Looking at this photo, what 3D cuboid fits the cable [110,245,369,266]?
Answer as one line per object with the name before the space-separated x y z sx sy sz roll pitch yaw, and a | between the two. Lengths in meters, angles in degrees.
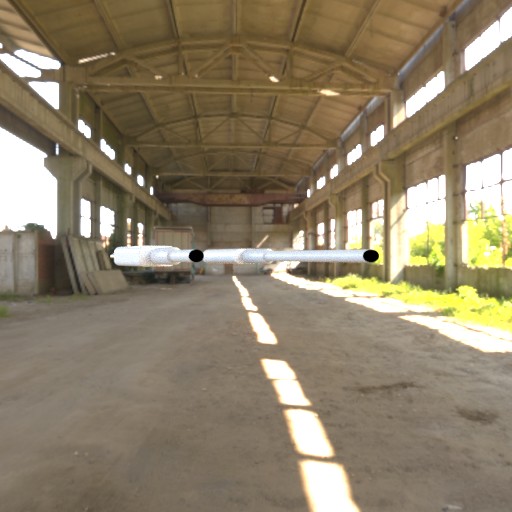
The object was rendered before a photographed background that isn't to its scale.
cable | 0.000 0.000 0.109 0.040 0.006 0.098 0 0 -37
